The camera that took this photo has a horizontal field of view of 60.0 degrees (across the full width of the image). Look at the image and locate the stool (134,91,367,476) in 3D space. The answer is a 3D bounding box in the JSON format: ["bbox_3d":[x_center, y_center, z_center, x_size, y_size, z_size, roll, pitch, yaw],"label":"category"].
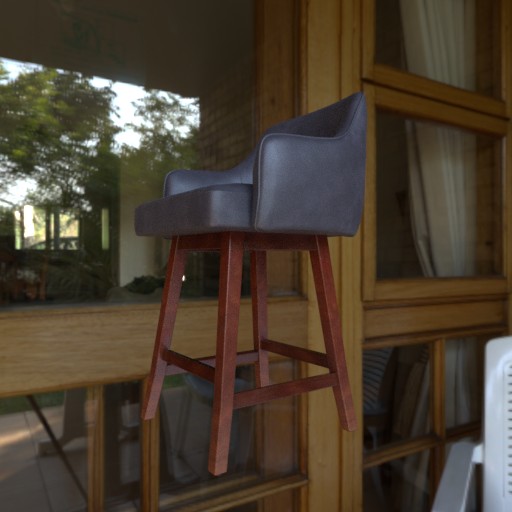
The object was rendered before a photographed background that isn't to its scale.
[{"bbox_3d":[0.000,0.000,1.255,0.560,0.936,0.550,0,0,-35],"label":"stool"}]
